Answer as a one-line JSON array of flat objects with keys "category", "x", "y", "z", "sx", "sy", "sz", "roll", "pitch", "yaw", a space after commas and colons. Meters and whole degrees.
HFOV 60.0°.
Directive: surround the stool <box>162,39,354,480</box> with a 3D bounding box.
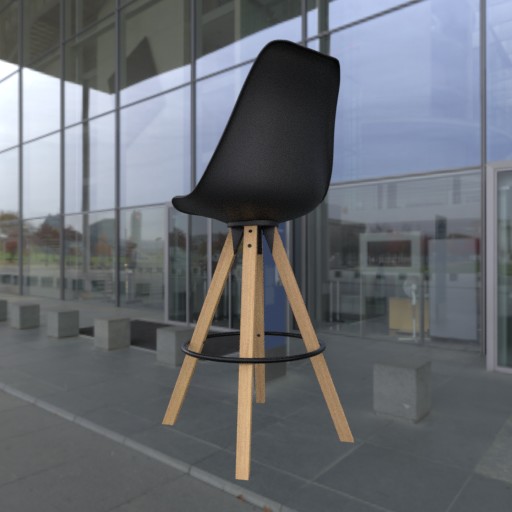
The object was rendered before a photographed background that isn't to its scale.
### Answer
[{"category": "stool", "x": 0.000, "y": 0.000, "z": 1.401, "sx": 0.485, "sy": 1.115, "sz": 0.550, "roll": 0, "pitch": 0, "yaw": -36}]
